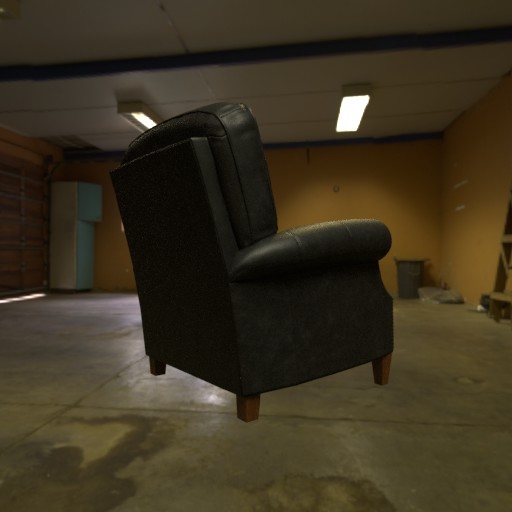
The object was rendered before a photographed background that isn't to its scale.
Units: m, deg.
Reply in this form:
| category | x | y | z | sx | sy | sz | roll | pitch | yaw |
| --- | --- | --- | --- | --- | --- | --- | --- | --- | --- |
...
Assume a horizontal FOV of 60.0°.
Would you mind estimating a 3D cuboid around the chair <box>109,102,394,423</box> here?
| category | x | y | z | sx | sy | sz | roll | pitch | yaw |
| --- | --- | --- | --- | --- | --- | --- | --- | --- | --- |
| chair | 0.000 | 0.000 | 1.822 | 0.986 | 1.018 | 0.936 | 0 | 1 | -38 |
